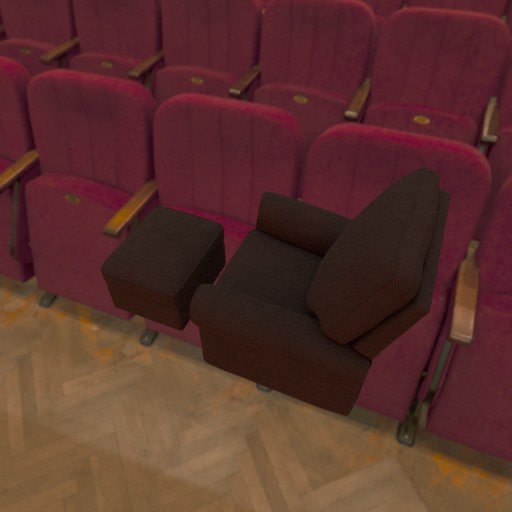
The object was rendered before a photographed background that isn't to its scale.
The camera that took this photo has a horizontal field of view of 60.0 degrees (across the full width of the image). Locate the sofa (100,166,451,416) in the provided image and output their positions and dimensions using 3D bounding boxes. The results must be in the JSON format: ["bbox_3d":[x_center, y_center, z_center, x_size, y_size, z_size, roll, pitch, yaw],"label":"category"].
[{"bbox_3d":[0.000,0.000,2.071,1.478,0.959,0.880,17,48,16],"label":"sofa"}]
